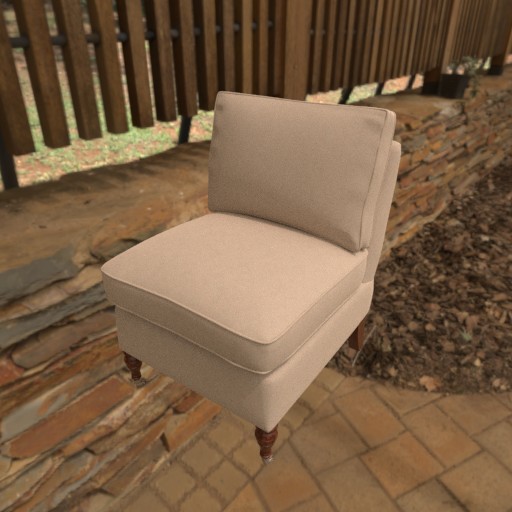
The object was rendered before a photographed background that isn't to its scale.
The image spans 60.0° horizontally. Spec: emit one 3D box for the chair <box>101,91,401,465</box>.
[{"bbox_3d":[0.000,0.000,1.647,0.724,1.052,0.912,18,34,30],"label":"chair"}]
